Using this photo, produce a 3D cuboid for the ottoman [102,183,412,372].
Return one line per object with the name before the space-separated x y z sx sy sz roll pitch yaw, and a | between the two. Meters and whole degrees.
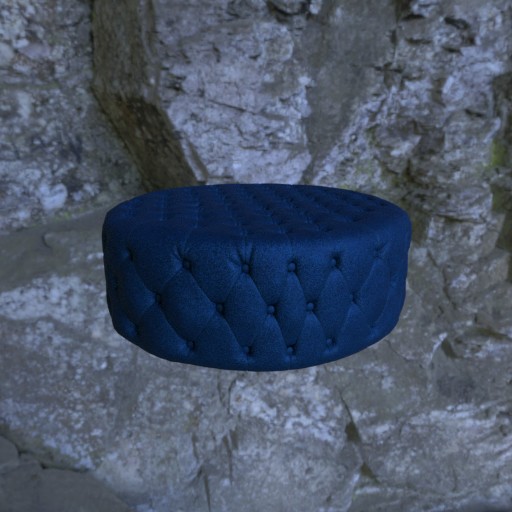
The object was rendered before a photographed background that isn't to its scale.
ottoman | 0.000 0.000 1.528 0.998 0.398 0.998 0 17 0
